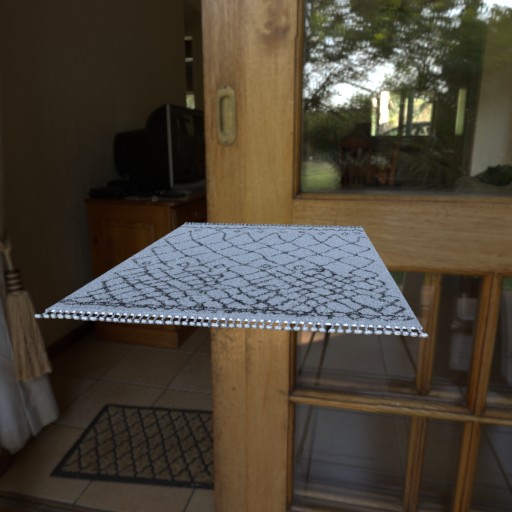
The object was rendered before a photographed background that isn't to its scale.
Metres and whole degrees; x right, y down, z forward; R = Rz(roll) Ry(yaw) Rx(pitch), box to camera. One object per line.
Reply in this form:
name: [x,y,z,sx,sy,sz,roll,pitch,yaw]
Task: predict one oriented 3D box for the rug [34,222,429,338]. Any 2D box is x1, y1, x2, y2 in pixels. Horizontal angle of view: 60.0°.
rug: [0.000,0.000,2.888,1.613,0.017,2.312,2,14,7]
